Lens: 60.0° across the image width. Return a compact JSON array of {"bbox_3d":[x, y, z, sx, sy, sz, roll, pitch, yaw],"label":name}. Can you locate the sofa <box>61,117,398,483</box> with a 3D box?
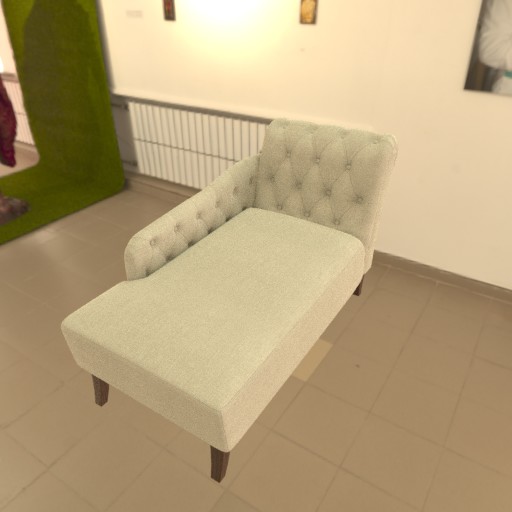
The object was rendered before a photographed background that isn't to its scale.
[{"bbox_3d":[0.000,0.000,1.784,0.675,0.787,1.379,18,36,28],"label":"sofa"}]
